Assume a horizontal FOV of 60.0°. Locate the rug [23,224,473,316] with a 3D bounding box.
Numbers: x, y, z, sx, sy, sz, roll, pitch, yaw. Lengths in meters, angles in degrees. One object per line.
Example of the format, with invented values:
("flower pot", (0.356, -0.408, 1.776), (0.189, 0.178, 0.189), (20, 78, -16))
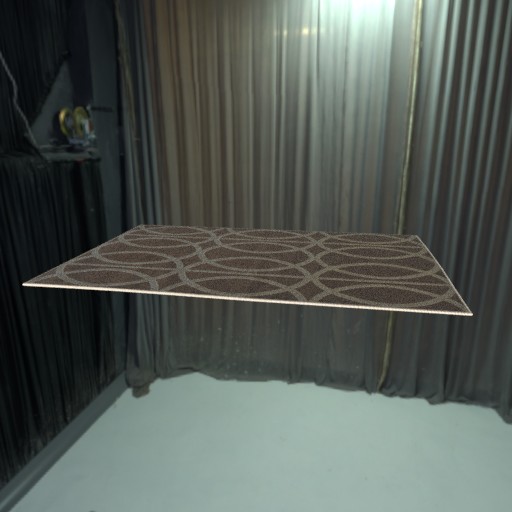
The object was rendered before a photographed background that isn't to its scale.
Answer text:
("rug", (0.000, 0.000, 2.913), (2.290, 0.014, 1.526), (3, 17, 10))
